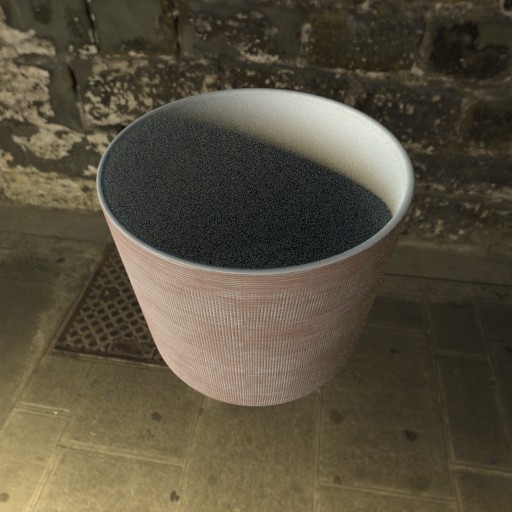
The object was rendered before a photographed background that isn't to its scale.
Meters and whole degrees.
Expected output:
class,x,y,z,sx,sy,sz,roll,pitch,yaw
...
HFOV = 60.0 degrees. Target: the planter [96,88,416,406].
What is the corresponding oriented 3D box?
class,x,y,z,sx,sy,sz,roll,pitch,yaw
planter,0.000,0.000,0.771,0.440,0.398,0.440,0,46,0
